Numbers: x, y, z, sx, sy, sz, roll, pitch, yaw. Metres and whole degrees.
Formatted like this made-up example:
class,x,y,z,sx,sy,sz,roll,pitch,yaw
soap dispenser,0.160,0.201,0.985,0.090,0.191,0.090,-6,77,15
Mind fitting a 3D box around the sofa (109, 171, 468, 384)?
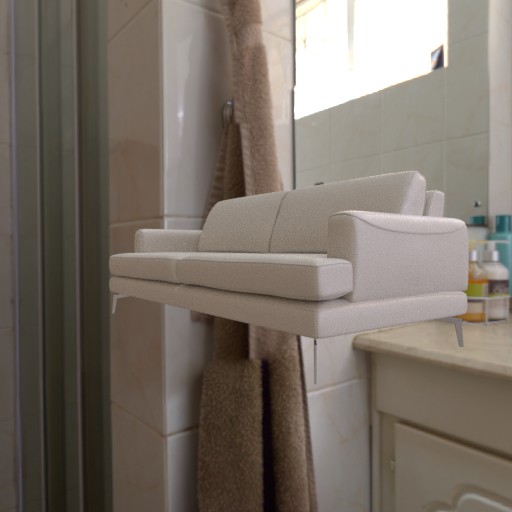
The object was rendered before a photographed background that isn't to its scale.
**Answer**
class,x,y,z,sx,sy,sz,roll,pitch,yaw
sofa,0.000,0.000,2.405,0.974,0.765,1.940,-1,1,-37
